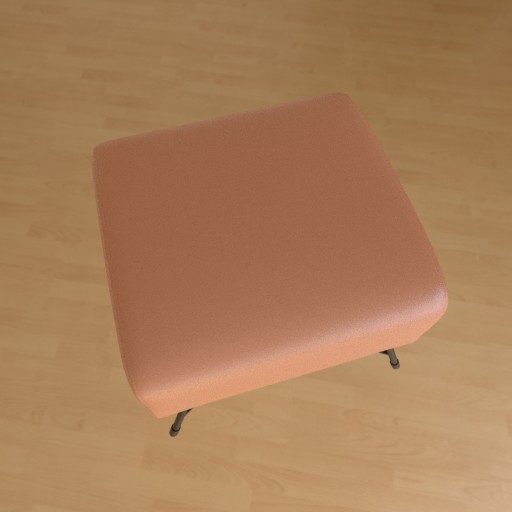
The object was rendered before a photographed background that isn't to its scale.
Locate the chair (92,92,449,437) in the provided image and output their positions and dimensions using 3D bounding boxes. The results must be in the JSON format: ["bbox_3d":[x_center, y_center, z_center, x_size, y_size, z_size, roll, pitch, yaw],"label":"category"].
[{"bbox_3d":[0.000,0.000,0.898,0.530,0.410,0.530,-14,65,-7],"label":"chair"}]
